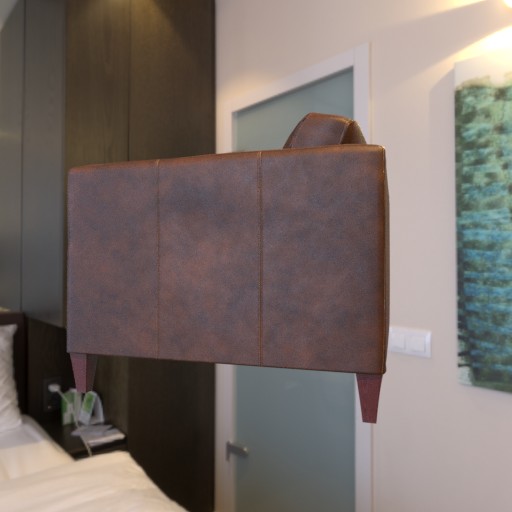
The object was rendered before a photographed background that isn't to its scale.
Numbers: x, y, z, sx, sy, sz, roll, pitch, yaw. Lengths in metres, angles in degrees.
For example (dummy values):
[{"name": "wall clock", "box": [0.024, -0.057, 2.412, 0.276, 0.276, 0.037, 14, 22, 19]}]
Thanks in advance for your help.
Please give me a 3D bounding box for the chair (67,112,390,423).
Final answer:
[{"name": "chair", "box": [0.000, 0.000, 1.700, 0.975, 0.864, 0.990, 0, -1, 17]}]
